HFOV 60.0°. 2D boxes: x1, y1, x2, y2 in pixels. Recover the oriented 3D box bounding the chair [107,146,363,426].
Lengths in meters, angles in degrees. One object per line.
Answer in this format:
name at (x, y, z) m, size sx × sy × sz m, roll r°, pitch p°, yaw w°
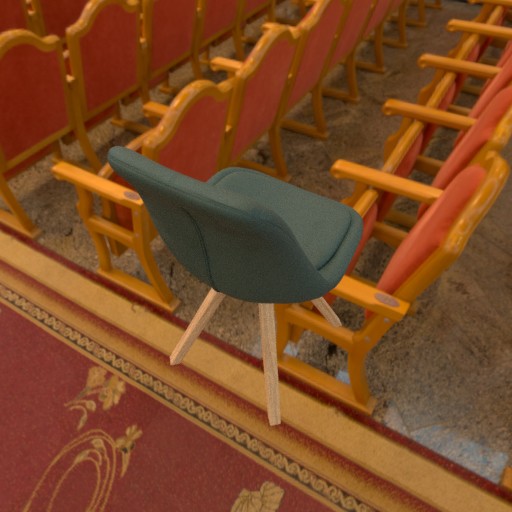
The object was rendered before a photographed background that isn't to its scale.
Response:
chair at (0.000, 0.000, 1.178) m, size 0.483 × 0.865 × 0.547 m, roll 25°, pitch 52°, yaw 21°
